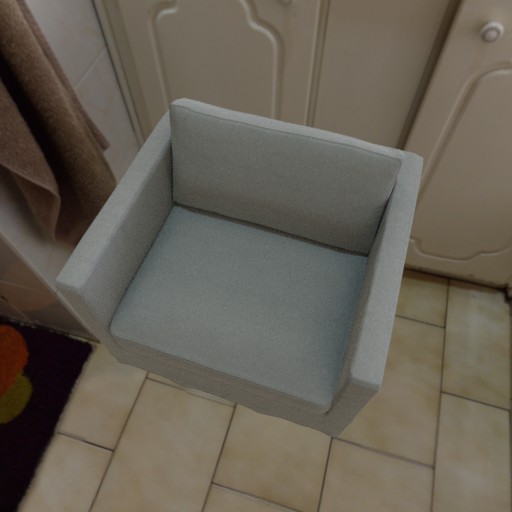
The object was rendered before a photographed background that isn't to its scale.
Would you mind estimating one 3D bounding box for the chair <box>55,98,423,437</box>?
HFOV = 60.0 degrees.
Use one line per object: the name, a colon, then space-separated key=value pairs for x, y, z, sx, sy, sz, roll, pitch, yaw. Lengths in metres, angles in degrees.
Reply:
chair: x=0.000 y=0.000 z=1.737 sx=1.057 sy=0.863 sz=0.949 roll=16 pitch=60 yaw=10
